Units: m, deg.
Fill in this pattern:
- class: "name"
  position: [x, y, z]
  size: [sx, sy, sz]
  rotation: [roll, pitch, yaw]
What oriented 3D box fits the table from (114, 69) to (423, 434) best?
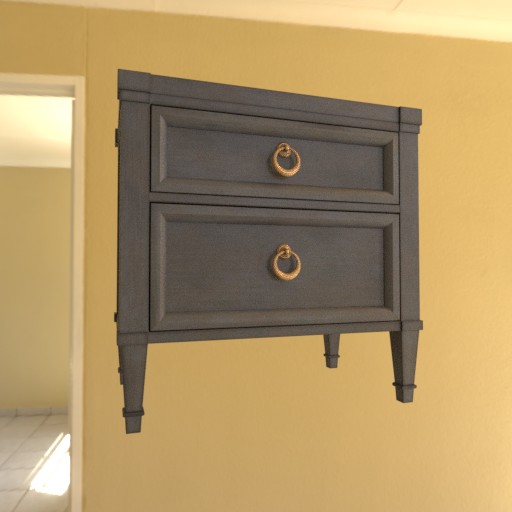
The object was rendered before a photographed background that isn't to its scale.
- class: "table"
  position: [0.000, 0.000, 1.086]
  size: [0.660, 0.660, 0.413]
  rotation: [1, -2, -18]
